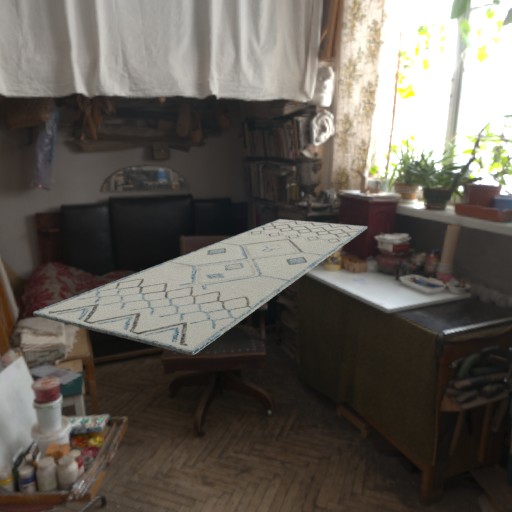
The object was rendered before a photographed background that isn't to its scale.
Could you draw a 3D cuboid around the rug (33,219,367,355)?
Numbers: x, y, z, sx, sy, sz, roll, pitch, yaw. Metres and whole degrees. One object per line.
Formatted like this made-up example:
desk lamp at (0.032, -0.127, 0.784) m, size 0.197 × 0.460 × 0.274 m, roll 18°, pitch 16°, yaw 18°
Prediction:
rug at (0.000, 0.000, 2.647) m, size 0.770 × 0.013 × 2.434 m, roll 7°, pitch 16°, yaw 26°
